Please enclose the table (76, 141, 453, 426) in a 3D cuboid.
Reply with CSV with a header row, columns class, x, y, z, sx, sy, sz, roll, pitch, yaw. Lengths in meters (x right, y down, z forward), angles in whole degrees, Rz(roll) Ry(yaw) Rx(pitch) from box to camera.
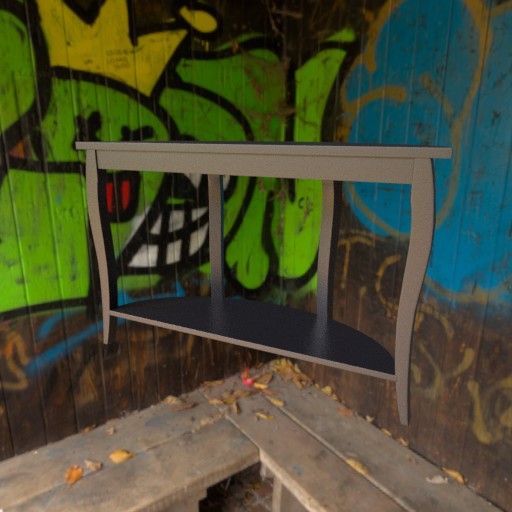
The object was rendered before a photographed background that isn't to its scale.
class,x,y,z,sx,sy,sz,roll,pitch,yaw
table,0.000,0.000,1.574,1.219,0.780,0.394,8,18,25
